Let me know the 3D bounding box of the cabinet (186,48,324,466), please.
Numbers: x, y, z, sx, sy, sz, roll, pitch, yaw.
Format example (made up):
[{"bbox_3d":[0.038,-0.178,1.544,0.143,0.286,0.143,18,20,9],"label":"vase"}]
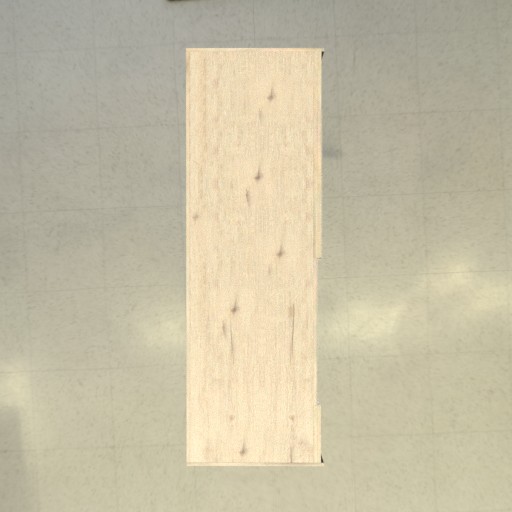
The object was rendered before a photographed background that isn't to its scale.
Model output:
[{"bbox_3d":[0.000,0.000,3.210,0.660,2.180,2.000,0,90,0],"label":"cabinet"}]
